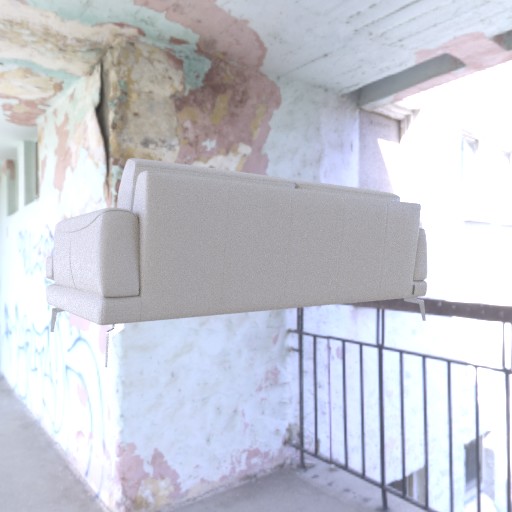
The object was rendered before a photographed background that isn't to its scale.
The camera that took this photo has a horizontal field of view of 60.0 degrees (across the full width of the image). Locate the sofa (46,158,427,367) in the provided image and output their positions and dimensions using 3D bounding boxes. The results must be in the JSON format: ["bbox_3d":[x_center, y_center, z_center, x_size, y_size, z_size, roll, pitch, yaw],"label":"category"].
[{"bbox_3d":[0.000,0.000,2.405,1.940,0.765,0.974,0,0,-36],"label":"sofa"}]
